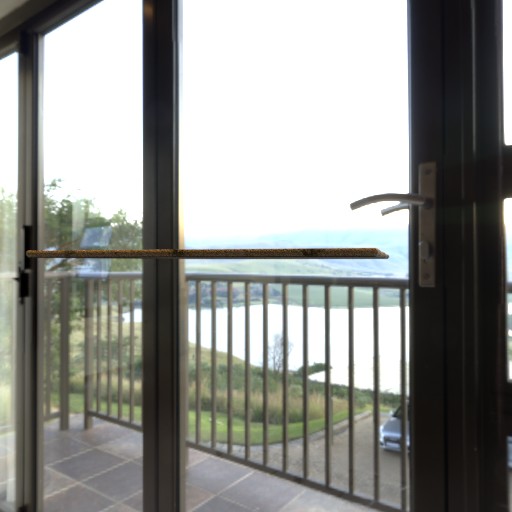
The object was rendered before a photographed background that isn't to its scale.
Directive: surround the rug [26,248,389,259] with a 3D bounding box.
[{"bbox_3d":[0.000,0.000,2.129,1.200,0.025,1.600,0,-1,18],"label":"rug"}]
